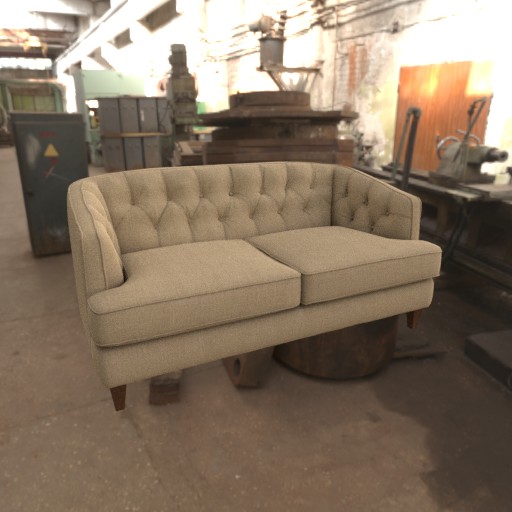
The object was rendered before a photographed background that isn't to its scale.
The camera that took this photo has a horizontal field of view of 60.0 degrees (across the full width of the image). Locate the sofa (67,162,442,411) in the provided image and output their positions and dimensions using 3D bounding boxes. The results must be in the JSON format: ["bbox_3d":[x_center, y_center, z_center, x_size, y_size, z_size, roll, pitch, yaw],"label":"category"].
[{"bbox_3d":[0.000,0.000,2.288,1.733,0.855,0.941,-9,19,-25],"label":"sofa"}]
